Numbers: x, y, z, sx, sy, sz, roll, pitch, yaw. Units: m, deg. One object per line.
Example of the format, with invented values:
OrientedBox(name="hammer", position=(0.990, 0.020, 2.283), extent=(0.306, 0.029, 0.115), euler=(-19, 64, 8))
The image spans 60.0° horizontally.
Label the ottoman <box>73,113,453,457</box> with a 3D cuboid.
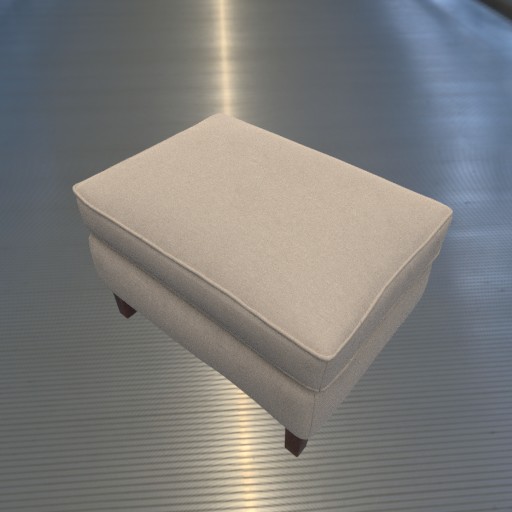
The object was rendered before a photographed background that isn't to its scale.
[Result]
OrientedBox(name="ottoman", position=(0.000, 0.000, 1.011), extent=(0.665, 0.456, 0.501), euler=(31, 52, 28))
